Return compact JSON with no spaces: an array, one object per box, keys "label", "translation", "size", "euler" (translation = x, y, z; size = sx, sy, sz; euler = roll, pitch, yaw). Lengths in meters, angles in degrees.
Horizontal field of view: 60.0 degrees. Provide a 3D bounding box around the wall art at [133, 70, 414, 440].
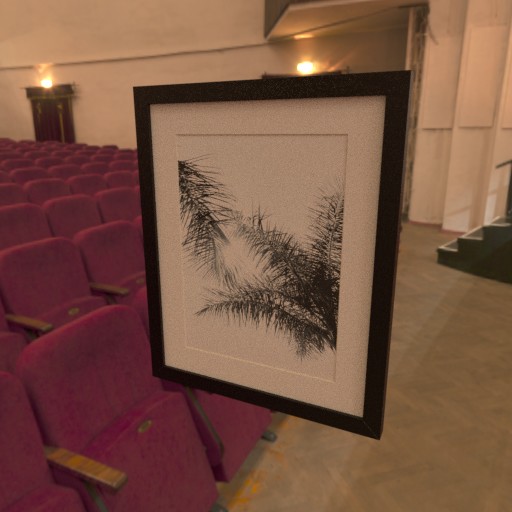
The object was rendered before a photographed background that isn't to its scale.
[{"label":"wall art","translation":[0.000,0.000,0.751],"size":[0.457,0.557,0.028],"euler":[7,17,25]}]
